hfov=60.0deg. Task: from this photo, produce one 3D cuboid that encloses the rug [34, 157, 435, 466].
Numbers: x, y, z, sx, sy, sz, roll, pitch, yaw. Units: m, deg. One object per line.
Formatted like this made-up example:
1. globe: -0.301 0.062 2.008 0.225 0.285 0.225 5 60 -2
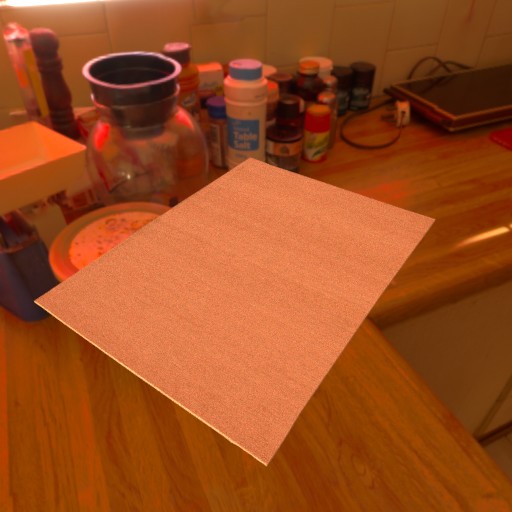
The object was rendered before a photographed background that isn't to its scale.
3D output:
1. rug: 0.000 0.000 4.265 2.434 0.045 3.202 25 46 26
